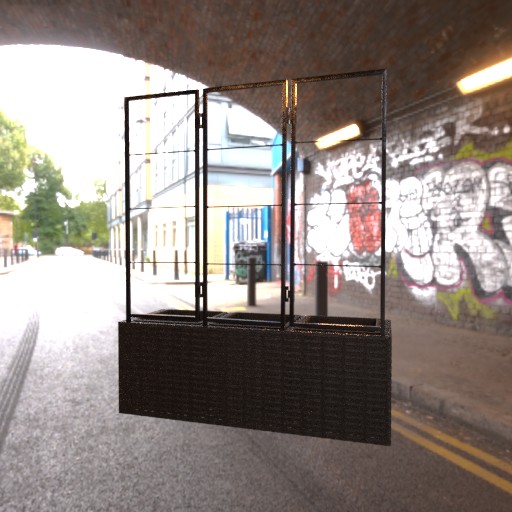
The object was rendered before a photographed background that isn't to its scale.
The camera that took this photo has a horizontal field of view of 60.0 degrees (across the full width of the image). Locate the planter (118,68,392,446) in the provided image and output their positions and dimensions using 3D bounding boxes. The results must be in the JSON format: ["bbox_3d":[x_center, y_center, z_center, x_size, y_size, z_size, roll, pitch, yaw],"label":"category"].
[{"bbox_3d":[0.000,0.000,1.190,0.698,0.841,0.244,0,1,16],"label":"planter"}]
